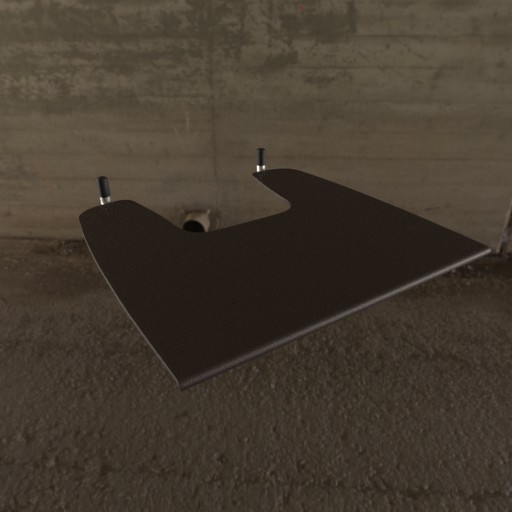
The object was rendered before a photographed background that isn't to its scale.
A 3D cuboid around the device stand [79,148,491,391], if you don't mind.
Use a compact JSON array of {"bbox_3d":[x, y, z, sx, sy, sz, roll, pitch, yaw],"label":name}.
[{"bbox_3d":[0.000,0.000,0.339,0.230,0.092,0.230,-18,34,-28],"label":"device stand"}]
